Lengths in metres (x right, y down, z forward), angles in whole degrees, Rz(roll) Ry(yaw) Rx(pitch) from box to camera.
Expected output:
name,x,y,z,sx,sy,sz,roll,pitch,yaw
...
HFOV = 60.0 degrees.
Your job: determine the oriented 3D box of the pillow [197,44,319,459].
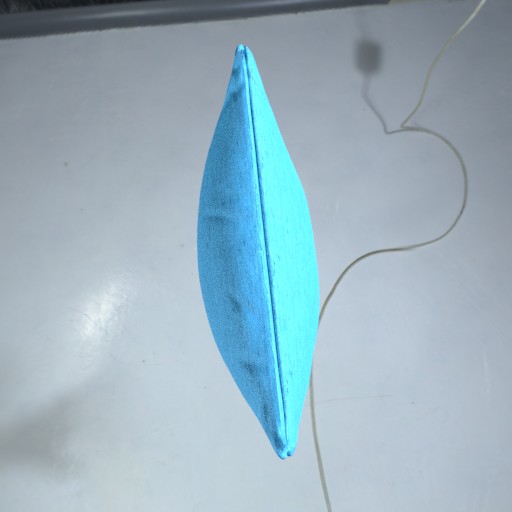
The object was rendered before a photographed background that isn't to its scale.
name,x,y,z,sx,sy,sz,roll,pitch,yaw
pillow,0.000,0.000,0.799,0.210,0.338,0.633,-5,75,-1
